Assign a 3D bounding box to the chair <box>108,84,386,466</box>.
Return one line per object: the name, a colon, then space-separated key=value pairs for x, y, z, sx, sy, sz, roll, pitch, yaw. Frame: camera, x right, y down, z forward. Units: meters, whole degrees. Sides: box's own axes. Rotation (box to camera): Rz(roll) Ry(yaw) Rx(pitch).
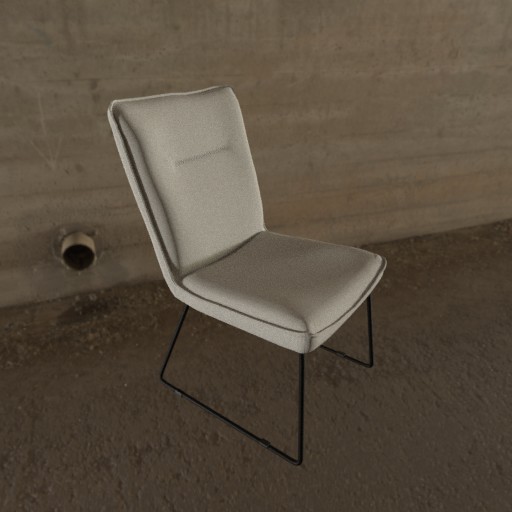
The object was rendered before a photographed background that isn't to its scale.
chair: x=0.000 y=0.000 z=1.387 sx=0.688 sy=0.930 sz=0.515 roll=19 pitch=33 yaw=32
